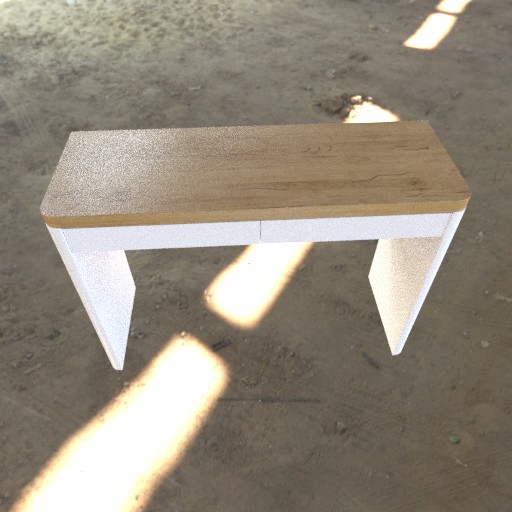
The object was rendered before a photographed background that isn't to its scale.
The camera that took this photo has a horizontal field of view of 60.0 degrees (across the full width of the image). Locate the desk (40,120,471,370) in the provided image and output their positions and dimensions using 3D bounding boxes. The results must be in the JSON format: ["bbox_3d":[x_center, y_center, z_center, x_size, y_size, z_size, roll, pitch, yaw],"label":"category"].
[{"bbox_3d":[0.000,0.000,1.513,1.100,0.760,0.390,-3,47,-2],"label":"desk"}]
